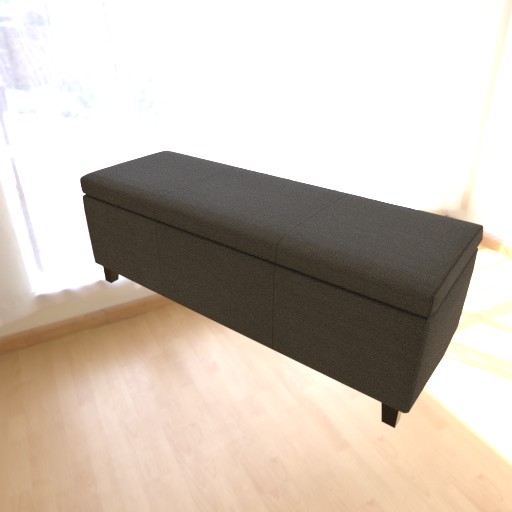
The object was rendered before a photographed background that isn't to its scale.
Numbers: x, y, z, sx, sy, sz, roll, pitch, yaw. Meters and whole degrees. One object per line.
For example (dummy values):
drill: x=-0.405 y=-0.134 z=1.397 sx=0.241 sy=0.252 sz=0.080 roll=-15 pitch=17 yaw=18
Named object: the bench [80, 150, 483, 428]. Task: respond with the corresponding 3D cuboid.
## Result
bench: x=0.000 y=0.000 z=1.483 sx=1.269 sy=0.438 sz=0.446 roll=20 pitch=35 yaw=31
